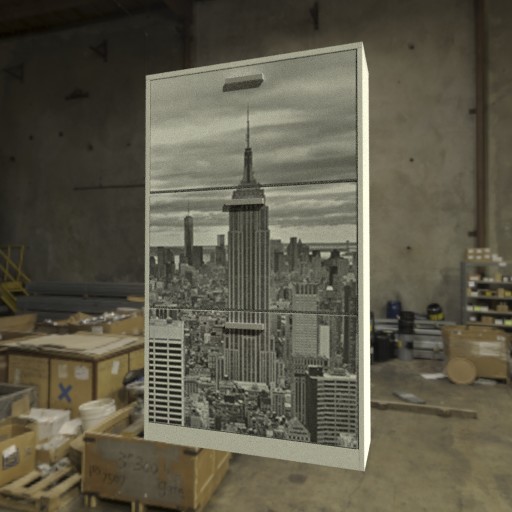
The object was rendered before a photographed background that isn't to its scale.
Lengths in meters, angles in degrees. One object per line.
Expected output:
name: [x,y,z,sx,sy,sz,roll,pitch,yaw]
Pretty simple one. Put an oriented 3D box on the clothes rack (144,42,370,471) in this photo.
clothes rack: [0.000,0.000,1.545,0.750,1.280,0.250,0,-1,19]
